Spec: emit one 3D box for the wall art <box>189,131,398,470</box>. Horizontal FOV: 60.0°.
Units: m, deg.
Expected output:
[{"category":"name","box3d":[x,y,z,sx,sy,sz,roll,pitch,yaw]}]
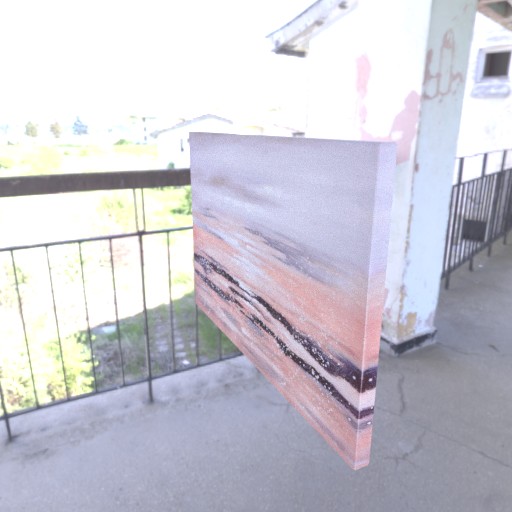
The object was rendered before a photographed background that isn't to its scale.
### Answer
[{"category":"wall art","box3d":[0.000,0.000,1.158,0.038,0.609,0.913,-8,19,-25]}]
